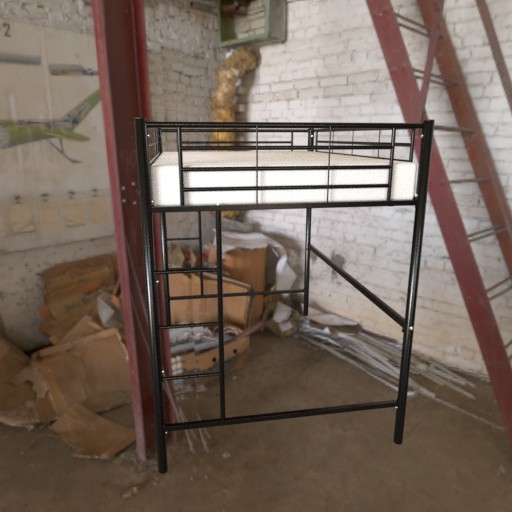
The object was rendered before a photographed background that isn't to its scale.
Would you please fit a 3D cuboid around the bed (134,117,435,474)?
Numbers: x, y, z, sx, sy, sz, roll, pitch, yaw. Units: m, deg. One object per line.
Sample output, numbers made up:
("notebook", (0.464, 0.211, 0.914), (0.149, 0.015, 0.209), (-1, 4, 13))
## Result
("bed", (0.000, 0.000, 3.166), (1.397, 1.803, 1.994), (-3, 15, -10))
